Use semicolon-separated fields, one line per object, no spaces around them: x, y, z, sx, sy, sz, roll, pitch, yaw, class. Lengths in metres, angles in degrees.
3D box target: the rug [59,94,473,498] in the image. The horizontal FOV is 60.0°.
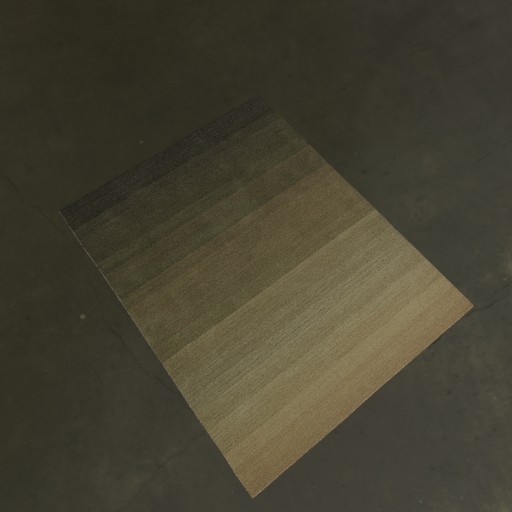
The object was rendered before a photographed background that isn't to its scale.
0.000;0.000;3.869;2.315;0.015;2.932;-35;70;-15;rug
